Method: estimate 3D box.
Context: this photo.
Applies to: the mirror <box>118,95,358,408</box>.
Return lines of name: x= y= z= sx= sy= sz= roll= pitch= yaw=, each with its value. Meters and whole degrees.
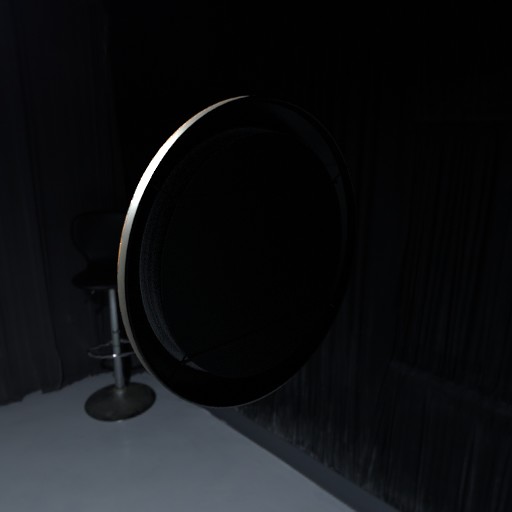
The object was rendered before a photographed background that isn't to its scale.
mirror: x=0.000 y=0.000 z=1.335 sx=0.907 sy=0.907 sz=0.111 roll=-14 pitch=21 yaw=-41
